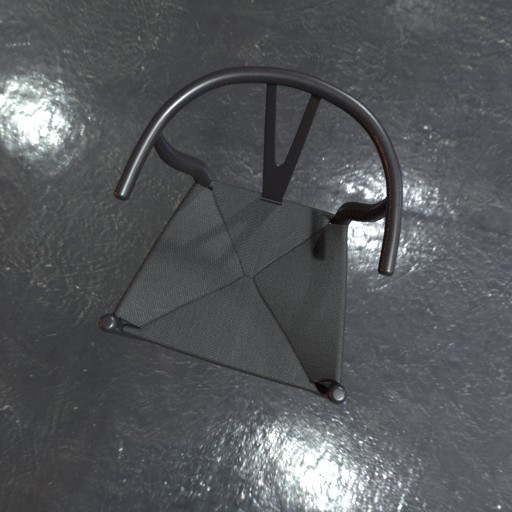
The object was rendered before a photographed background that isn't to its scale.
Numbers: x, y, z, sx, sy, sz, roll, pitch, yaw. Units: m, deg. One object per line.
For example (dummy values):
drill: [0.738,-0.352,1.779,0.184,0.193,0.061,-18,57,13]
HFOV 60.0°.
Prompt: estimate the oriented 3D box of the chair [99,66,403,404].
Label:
chair: [0.000,0.000,1.134,0.569,0.730,0.579,16,76,4]
